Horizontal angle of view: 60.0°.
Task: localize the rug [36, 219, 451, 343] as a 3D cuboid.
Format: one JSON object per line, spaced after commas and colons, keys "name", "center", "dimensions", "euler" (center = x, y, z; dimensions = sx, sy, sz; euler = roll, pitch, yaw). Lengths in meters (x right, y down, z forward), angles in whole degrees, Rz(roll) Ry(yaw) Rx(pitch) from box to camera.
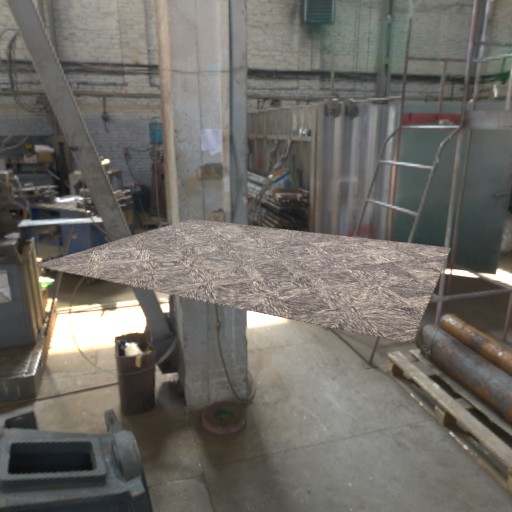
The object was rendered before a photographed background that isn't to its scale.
{"name": "rug", "center": [0.000, 0.000, 5.333], "dimensions": [4.093, 0.020, 2.997], "euler": [8, 18, 27]}
